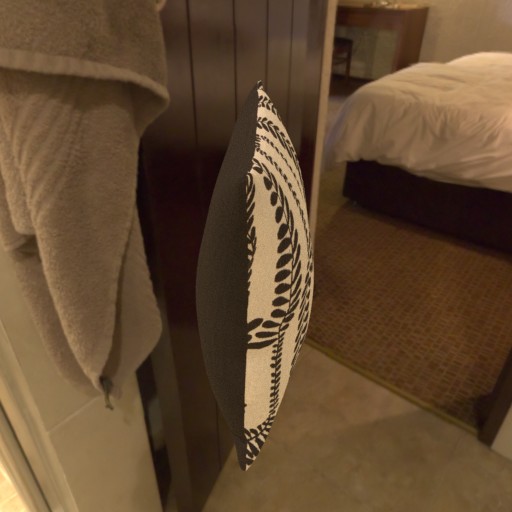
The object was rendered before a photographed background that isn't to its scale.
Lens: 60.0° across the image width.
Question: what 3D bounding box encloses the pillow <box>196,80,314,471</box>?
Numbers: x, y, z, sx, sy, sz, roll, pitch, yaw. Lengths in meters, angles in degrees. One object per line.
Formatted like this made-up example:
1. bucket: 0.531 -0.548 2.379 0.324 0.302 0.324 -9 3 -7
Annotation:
1. pillow: 0.000 0.000 0.685 0.182 0.441 0.440 1 33 2
